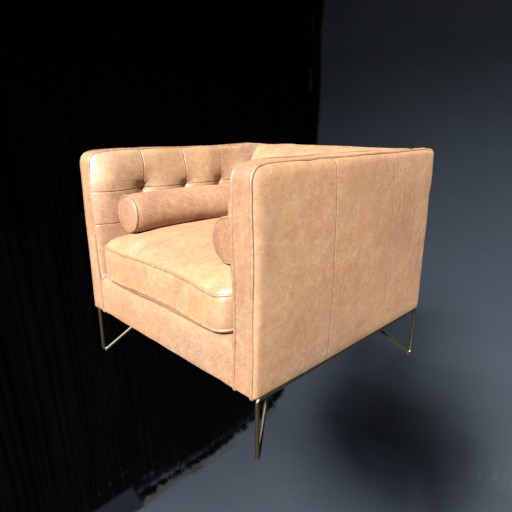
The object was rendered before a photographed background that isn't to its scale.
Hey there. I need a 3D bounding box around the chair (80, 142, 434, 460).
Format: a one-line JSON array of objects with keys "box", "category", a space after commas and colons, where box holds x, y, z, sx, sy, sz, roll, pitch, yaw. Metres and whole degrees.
[{"box": [0.000, 0.000, 1.670, 0.912, 0.797, 0.920, -15, 22, -42], "category": "chair"}]
